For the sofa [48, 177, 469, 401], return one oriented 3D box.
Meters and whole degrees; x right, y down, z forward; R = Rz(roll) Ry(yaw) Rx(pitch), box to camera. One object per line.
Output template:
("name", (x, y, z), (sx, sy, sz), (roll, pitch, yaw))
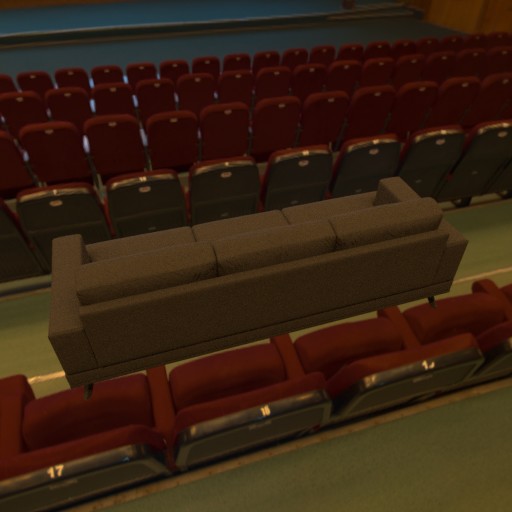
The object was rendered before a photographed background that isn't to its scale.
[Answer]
("sofa", (0.000, 0.000, 2.724), (2.310, 0.810, 0.920), (-12, 42, -13))
